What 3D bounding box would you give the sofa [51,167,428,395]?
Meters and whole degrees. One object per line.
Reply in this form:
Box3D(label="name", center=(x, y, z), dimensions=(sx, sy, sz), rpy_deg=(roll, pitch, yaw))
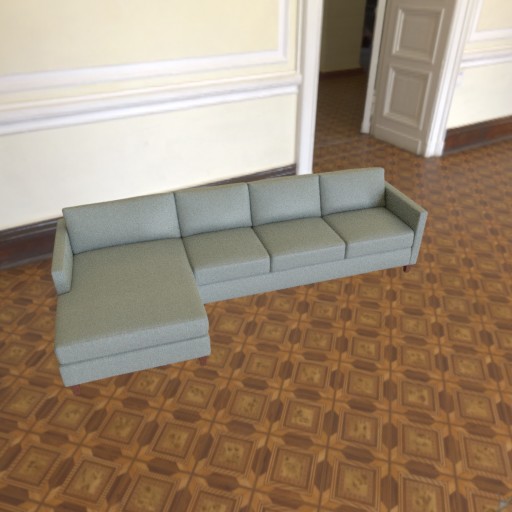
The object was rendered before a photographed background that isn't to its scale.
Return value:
Box3D(label="sofa", center=(0.000, 0.000, 4.142), dimensions=(3.470, 0.953, 1.600), rpy_deg=(-10, 34, -15))
